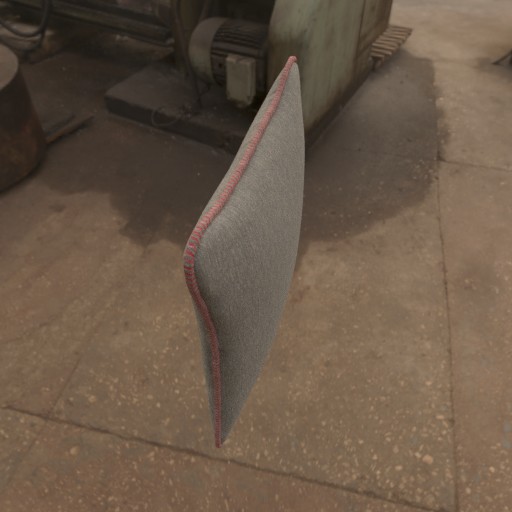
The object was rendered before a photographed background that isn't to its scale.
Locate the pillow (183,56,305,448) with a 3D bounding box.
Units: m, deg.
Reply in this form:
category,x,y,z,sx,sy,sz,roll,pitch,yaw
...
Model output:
category,x,y,z,sx,sy,sz,roll,pitch,yaw
pillow,0.000,0.000,0.736,0.124,0.491,0.482,11,47,11
